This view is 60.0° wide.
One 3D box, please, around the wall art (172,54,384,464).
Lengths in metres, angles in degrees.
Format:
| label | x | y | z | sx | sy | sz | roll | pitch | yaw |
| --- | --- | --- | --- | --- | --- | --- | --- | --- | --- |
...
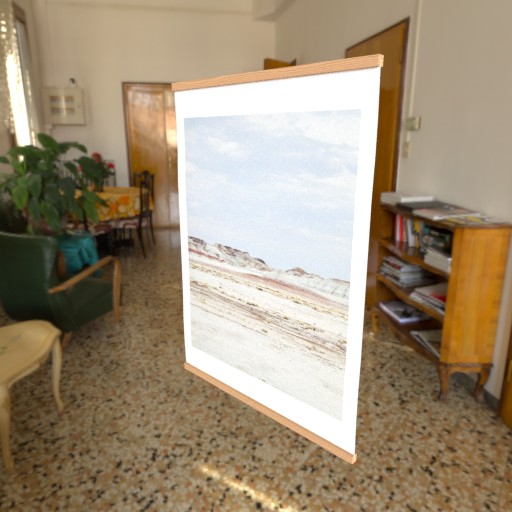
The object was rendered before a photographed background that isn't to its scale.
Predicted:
| label | x | y | z | sx | sy | sz | roll | pitch | yaw |
| --- | --- | --- | --- | --- | --- | --- | --- | --- | --- |
| wall art | 0.000 | 0.000 | 1.315 | 0.739 | 1.016 | 0.020 | 14 | 20 | 42 |
